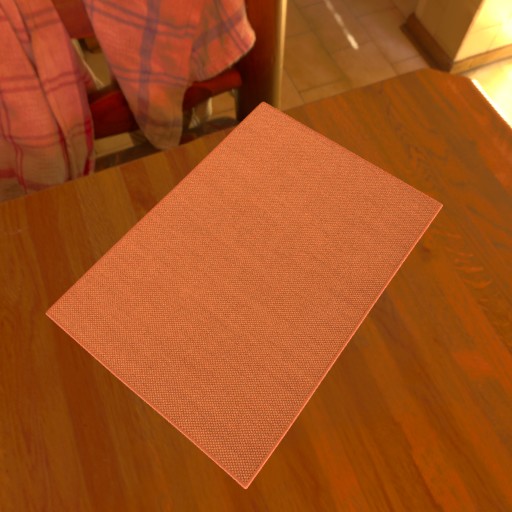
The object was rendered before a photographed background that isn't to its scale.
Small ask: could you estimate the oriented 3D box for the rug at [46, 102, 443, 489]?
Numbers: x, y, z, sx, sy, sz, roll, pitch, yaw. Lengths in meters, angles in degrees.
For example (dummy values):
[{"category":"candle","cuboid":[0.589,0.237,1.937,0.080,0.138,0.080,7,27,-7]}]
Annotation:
[{"category":"rug","cuboid":[0.000,0.000,2.796,1.524,0.013,2.134,35,69,16]}]
